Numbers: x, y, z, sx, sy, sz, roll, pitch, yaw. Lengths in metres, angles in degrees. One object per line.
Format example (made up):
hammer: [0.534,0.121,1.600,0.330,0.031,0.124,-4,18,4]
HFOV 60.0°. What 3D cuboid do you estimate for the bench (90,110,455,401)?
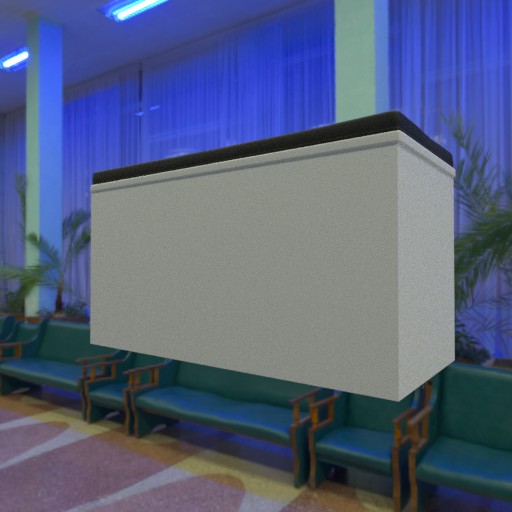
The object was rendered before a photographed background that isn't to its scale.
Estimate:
bench: [0.000,0.000,1.169,0.899,0.500,0.401,-1,-1,37]
